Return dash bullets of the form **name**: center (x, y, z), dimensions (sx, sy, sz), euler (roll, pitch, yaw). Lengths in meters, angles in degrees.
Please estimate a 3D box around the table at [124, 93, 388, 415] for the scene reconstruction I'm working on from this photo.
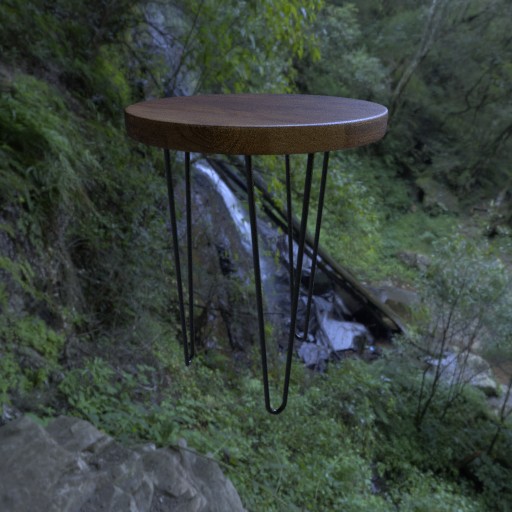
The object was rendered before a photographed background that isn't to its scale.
- **table**: center (0.000, 0.000, 0.803), dimensions (0.400, 0.520, 0.400), euler (0, 25, 0)
